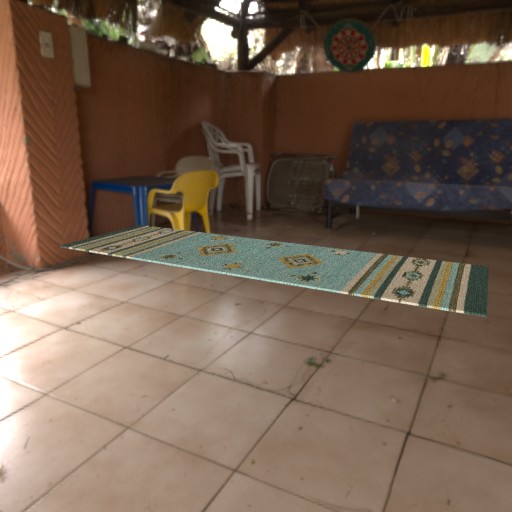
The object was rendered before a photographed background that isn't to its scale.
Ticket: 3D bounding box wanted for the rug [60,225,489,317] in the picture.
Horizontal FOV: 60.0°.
[{"bbox_3d":[0.000,0.000,2.614,2.441,0.010,0.744,8,17,26],"label":"rug"}]
